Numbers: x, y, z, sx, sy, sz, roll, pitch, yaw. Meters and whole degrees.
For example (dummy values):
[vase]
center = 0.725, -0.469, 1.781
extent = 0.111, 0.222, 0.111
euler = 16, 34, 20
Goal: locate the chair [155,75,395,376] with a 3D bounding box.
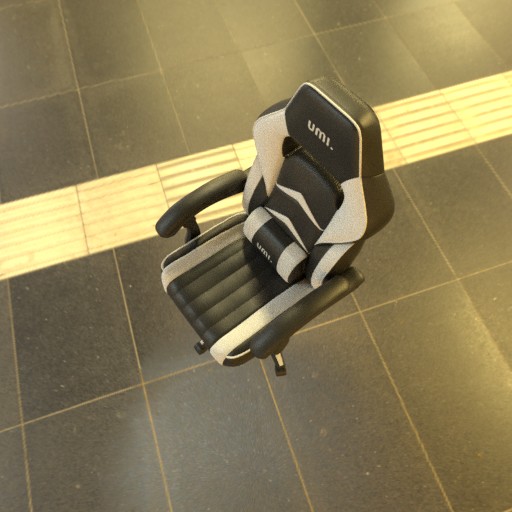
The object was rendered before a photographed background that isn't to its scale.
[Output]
[chair]
center = 0.000, 0.000, 1.643
extent = 0.700, 1.200, 0.676
euler = -35, 69, -16
